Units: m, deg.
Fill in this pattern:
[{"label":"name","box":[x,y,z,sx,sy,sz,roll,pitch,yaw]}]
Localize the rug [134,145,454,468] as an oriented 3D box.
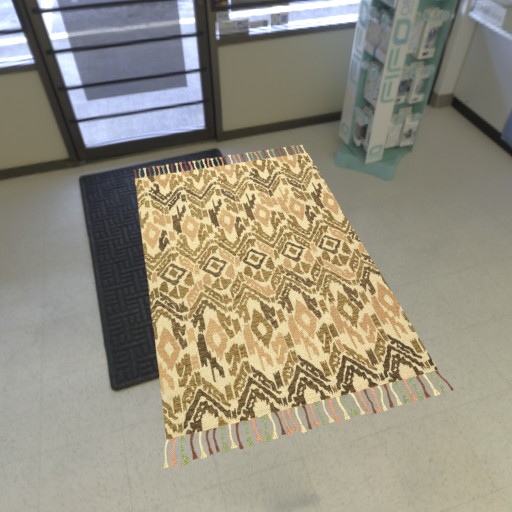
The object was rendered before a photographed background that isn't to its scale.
[{"label":"rug","box":[0.000,0.000,3.002,1.524,0.008,2.438,-11,48,-10]}]
